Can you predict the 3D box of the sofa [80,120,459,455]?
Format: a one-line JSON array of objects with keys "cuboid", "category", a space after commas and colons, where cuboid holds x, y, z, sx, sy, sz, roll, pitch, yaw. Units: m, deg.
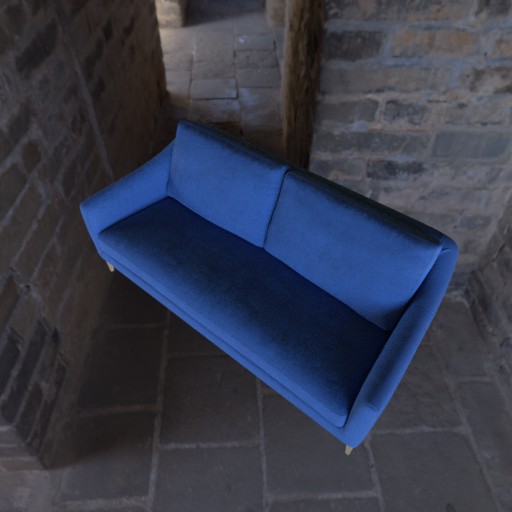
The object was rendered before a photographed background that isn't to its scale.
[{"cuboid": [0.000, 0.000, 2.554, 2.036, 0.903, 0.960, 31, 53, 27], "category": "sofa"}]
